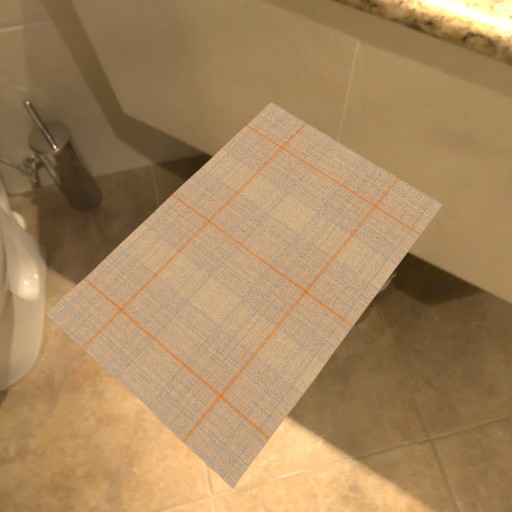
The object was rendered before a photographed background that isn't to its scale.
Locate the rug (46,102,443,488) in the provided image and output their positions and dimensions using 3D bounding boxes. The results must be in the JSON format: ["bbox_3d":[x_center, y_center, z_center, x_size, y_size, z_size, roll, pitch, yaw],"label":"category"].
[{"bbox_3d":[0.000,0.000,2.353,1.232,0.015,1.825,36,69,16],"label":"rug"}]
